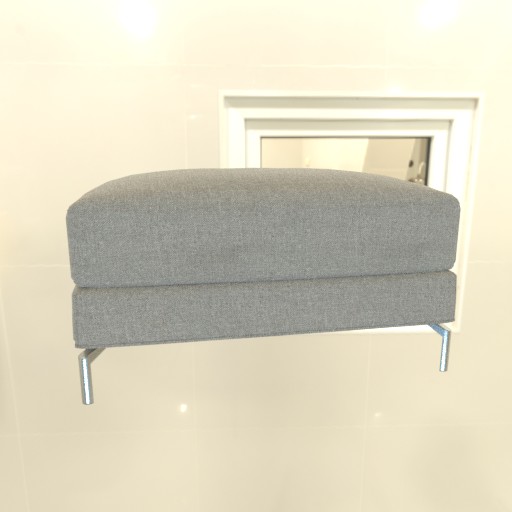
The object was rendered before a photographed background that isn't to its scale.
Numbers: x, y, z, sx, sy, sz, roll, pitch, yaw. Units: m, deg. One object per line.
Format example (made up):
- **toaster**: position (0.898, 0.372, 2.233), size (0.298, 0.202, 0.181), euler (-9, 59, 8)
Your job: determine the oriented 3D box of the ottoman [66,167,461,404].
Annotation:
- **ottoman**: position (0.000, 0.000, 1.173), size (0.838, 0.457, 0.584), euler (-2, 13, -10)
